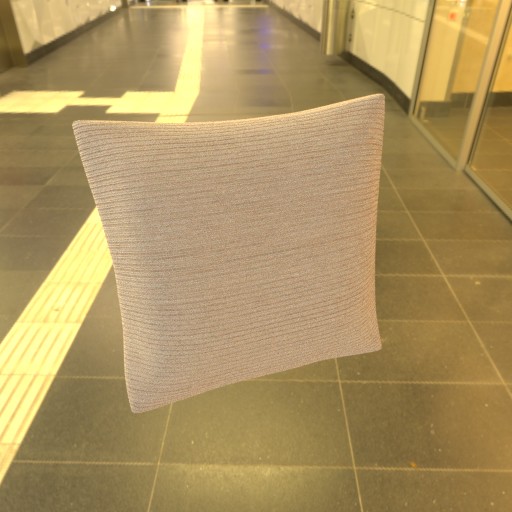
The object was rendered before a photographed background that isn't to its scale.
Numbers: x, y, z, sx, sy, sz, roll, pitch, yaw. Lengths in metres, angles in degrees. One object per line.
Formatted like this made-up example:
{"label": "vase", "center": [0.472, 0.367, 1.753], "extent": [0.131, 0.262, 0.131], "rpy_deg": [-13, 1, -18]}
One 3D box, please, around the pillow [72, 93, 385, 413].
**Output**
{"label": "pillow", "center": [0.000, 0.000, 0.645], "extent": [0.424, 0.401, 0.177], "rpy_deg": [-10, 35, -15]}
